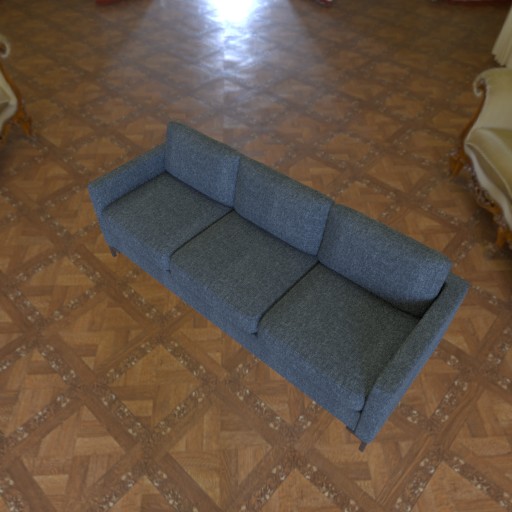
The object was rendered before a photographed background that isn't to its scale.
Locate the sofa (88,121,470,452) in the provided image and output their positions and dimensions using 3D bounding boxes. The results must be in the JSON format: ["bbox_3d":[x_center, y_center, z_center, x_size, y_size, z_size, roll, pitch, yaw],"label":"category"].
[{"bbox_3d":[0.000,0.000,2.723,2.218,0.874,0.859,32,54,27],"label":"sofa"}]
